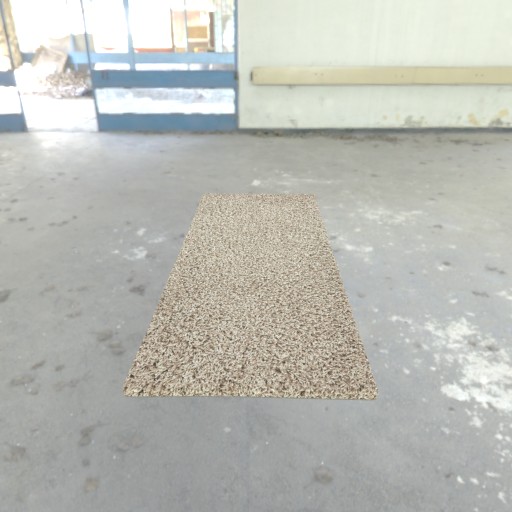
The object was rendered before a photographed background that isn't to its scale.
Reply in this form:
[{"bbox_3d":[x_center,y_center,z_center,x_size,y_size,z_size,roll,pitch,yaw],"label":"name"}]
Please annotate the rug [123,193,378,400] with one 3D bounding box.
[{"bbox_3d":[0.000,0.000,1.732,0.609,0.030,1.524,0,26,1],"label":"rug"}]
